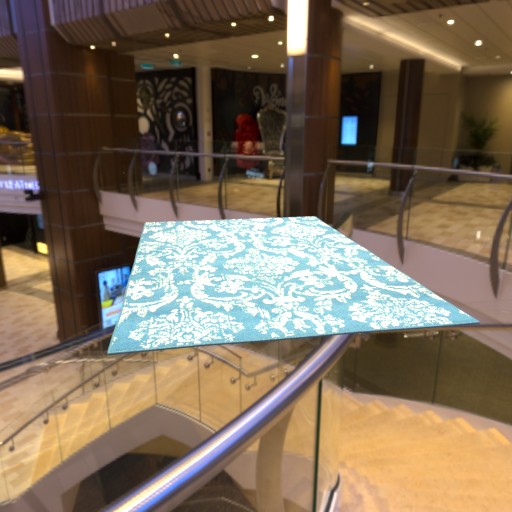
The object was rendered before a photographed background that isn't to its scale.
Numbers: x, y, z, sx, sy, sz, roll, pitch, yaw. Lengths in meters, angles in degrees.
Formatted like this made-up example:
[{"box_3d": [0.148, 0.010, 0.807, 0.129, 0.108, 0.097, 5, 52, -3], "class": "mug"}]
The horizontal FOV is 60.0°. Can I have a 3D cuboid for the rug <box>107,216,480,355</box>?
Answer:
[{"box_3d": [0.000, 0.000, 2.258, 1.211, 0.012, 1.833, -3, 17, -10], "class": "rug"}]
